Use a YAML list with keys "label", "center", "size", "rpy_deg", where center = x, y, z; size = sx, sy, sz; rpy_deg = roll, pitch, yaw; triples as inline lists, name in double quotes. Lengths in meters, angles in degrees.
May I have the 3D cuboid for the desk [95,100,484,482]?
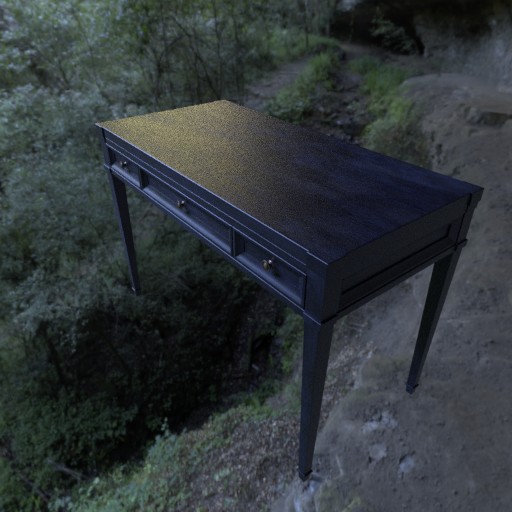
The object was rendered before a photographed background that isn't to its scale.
- label: "desk"
  center: [0.000, 0.000, 1.747]
  size: [0.630, 0.861, 1.289]
  rpy_deg: [-23, 39, -31]
